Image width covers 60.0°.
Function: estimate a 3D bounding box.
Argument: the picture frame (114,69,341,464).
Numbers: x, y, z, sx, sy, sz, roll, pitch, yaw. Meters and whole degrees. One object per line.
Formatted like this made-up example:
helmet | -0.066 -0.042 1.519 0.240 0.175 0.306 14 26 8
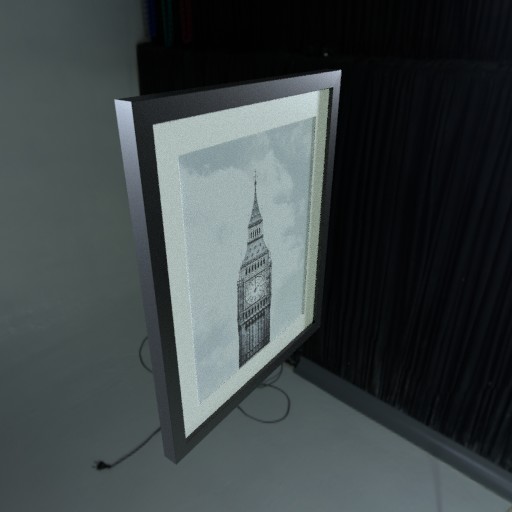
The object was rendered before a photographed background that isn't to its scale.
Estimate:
picture frame | 0.000 0.000 0.753 0.028 0.556 0.460 19 33 32
